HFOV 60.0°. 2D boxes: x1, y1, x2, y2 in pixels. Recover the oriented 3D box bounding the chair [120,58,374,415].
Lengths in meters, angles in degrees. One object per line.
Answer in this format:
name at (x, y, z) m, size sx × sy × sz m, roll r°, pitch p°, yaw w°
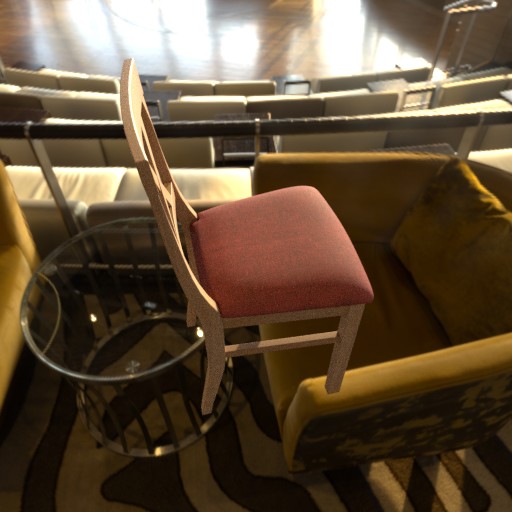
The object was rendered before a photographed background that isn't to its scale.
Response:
chair at (0.000, 0.000, 1.147) m, size 0.492 × 0.912 × 0.439 m, roll -10°, pitch 48°, yaw -10°
